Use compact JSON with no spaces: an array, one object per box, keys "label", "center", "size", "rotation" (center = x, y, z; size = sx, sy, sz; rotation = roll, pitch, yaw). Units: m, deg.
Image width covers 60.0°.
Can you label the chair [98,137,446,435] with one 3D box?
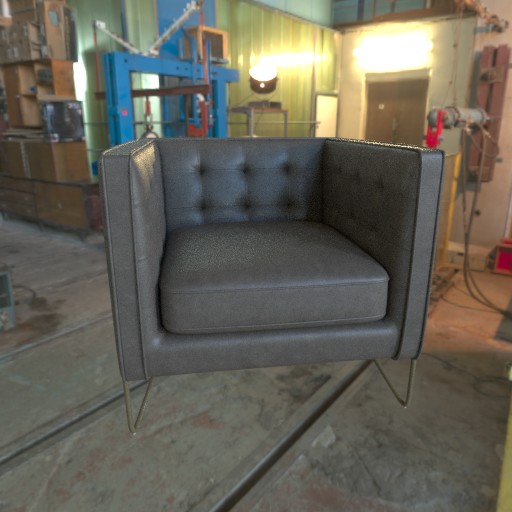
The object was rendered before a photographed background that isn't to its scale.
[{"label":"chair","center":[0.000,0.000,1.572],"size":[0.880,0.790,0.894],"rotation":[-3,17,-8]}]
